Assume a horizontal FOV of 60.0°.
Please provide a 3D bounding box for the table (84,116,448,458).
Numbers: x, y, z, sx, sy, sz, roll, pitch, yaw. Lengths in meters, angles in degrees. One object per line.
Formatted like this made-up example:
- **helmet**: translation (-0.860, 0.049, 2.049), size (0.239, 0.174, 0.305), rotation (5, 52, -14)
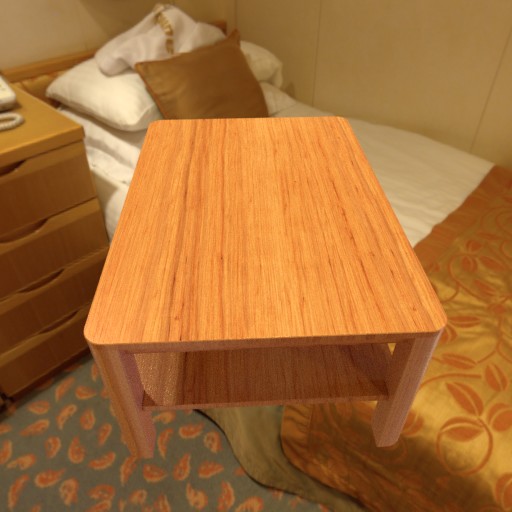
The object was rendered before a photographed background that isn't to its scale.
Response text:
- **table**: translation (0.000, 0.000, 1.340), size (0.696, 0.445, 0.997), rotation (-2, 40, -2)
